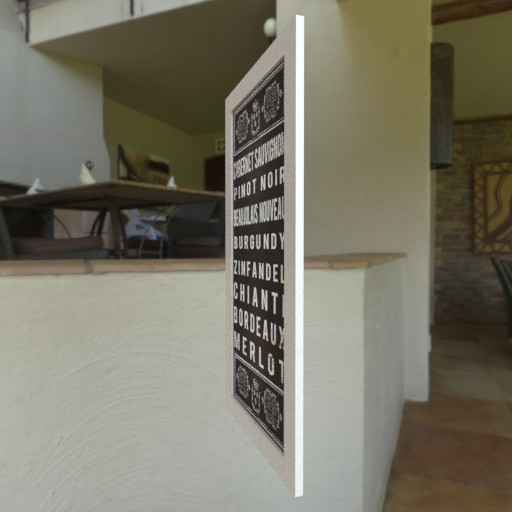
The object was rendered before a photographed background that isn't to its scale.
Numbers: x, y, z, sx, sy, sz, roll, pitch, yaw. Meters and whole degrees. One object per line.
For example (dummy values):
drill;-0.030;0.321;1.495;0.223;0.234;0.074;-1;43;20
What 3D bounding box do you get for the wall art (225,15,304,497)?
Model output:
wall art;0.000;0.000;0.808;0.013;0.683;0.380;0;1;-19
